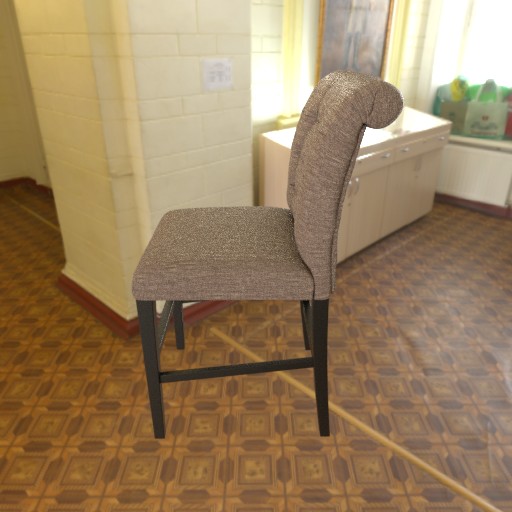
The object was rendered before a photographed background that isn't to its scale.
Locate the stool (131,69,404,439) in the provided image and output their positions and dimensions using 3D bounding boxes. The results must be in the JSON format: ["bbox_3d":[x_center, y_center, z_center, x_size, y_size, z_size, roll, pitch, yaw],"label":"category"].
[{"bbox_3d":[0.000,0.000,1.274,0.611,0.970,0.457,0,26,0],"label":"stool"}]
